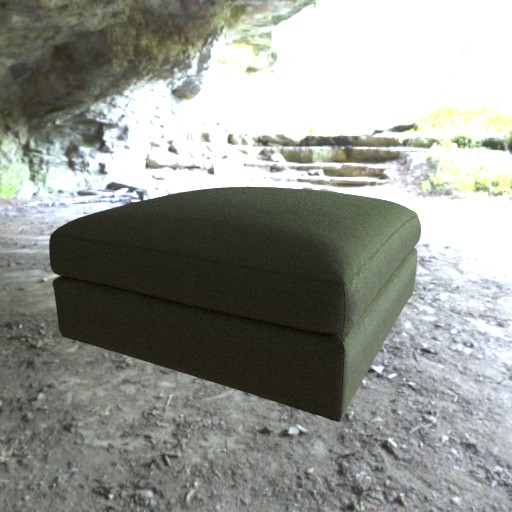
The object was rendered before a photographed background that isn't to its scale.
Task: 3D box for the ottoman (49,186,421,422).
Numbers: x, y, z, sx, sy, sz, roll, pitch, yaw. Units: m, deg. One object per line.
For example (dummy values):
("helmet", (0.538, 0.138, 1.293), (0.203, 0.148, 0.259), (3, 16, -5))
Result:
("ottoman", (0.000, 0.000, 1.680), (1.041, 0.470, 1.041), (8, 18, 27))
